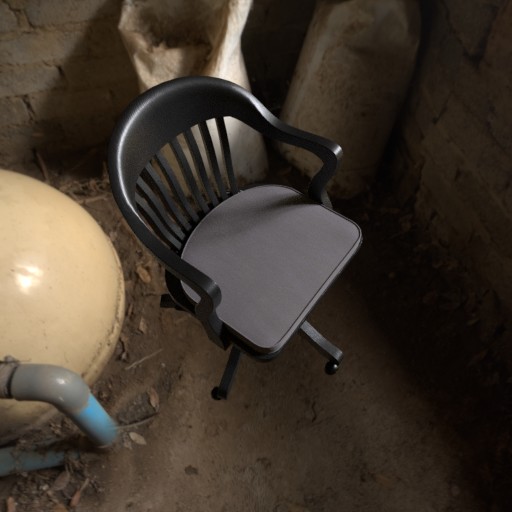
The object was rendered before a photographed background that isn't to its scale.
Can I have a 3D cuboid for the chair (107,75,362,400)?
[{"bbox_3d":[0.000,0.000,1.439,0.788,0.878,0.750,33,64,19],"label":"chair"}]
